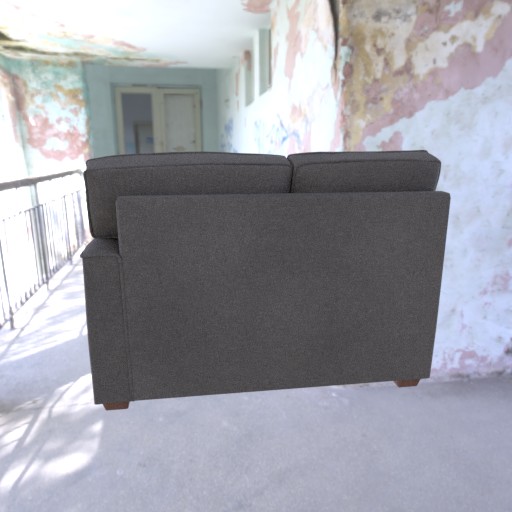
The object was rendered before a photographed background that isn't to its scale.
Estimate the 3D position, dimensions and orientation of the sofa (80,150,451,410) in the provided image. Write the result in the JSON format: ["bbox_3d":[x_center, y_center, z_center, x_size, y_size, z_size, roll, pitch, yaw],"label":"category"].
[{"bbox_3d":[0.000,0.000,2.112,1.388,0.989,0.991,-2,14,-8],"label":"sofa"}]
